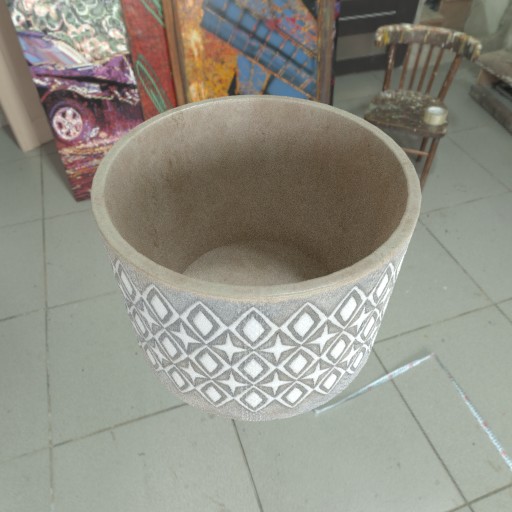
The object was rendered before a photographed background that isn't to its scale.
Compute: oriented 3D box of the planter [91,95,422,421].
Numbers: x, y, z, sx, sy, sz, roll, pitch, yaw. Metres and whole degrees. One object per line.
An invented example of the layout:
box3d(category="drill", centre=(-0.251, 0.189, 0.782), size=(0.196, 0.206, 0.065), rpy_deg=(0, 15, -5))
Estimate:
box3d(category="planter", centre=(0.000, 0.000, 0.272), size=(0.164, 0.127, 0.164), rpy_deg=(0, 47, 0))
